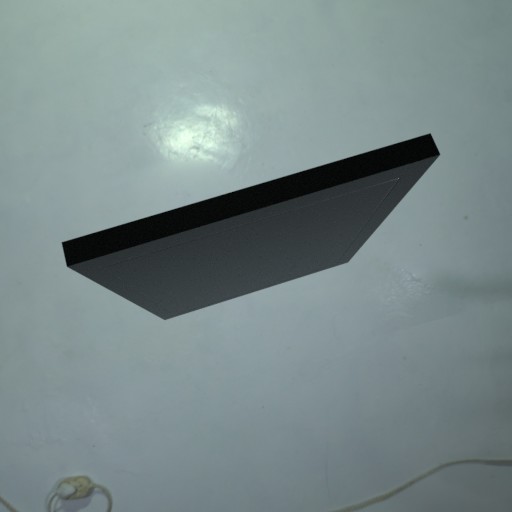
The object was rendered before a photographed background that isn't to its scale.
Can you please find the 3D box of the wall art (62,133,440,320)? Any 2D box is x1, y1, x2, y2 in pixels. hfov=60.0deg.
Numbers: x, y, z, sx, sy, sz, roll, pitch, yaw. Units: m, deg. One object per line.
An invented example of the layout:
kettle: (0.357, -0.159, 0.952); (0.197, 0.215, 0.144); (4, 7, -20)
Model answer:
wall art: (0.000, 0.000, 0.795); (0.461, 0.558, 0.031); (-17, 76, -4)
